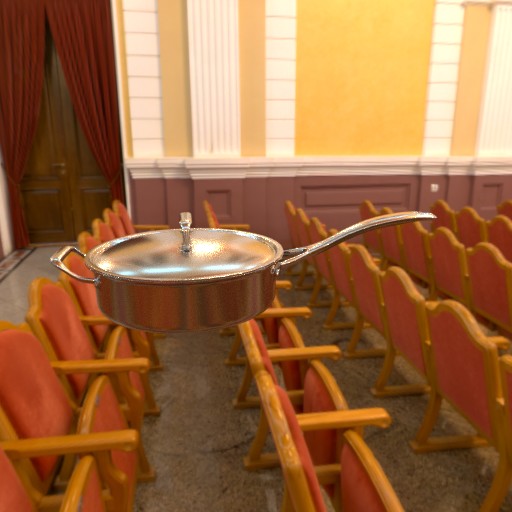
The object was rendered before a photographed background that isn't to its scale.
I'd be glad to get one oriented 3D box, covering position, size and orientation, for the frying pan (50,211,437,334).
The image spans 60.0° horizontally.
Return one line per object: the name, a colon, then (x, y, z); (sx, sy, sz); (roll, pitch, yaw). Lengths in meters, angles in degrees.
frying pan: (0.000, 0.000, 0.580); (0.492, 0.111, 0.245); (-2, 16, -9)
